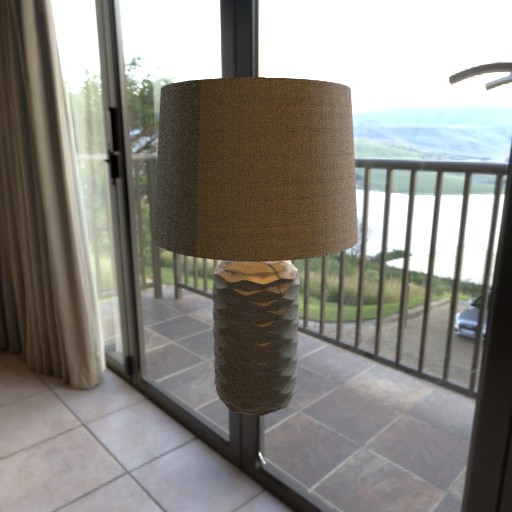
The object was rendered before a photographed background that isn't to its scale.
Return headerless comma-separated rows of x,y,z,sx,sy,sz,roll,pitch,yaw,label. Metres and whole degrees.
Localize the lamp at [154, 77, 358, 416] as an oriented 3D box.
0.000,0.000,0.843,0.376,0.594,0.376,0,14,0,lamp
